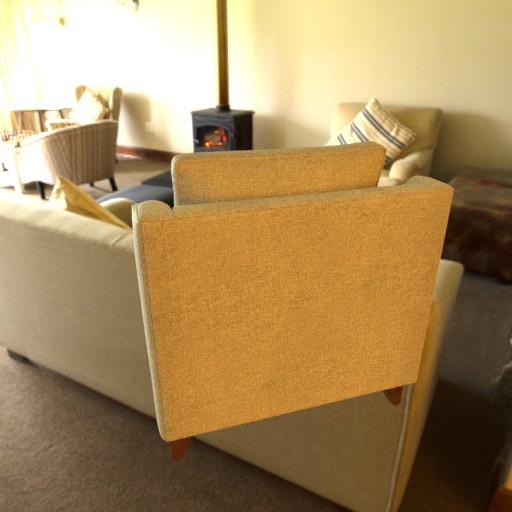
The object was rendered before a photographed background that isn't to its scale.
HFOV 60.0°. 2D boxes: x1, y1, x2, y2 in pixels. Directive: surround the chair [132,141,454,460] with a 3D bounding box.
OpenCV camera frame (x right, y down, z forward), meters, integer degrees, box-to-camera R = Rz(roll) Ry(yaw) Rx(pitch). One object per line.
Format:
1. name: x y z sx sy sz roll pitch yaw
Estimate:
1. chair: 0.000 0.000 1.590 0.838 0.864 0.918 -8 26 -16
